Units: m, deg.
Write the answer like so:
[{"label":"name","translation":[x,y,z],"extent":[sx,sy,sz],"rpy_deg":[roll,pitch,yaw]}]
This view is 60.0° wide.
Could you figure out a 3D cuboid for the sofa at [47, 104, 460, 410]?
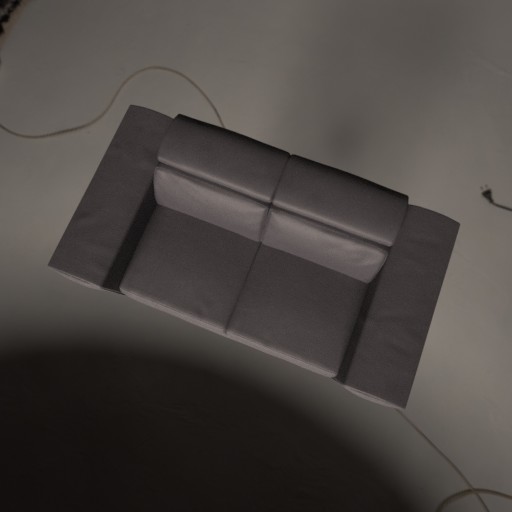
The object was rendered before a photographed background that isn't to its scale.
[{"label":"sofa","translation":[0.000,0.000,2.463],"extent":[1.895,0.779,1.003],"rpy_deg":[21,77,5]}]
